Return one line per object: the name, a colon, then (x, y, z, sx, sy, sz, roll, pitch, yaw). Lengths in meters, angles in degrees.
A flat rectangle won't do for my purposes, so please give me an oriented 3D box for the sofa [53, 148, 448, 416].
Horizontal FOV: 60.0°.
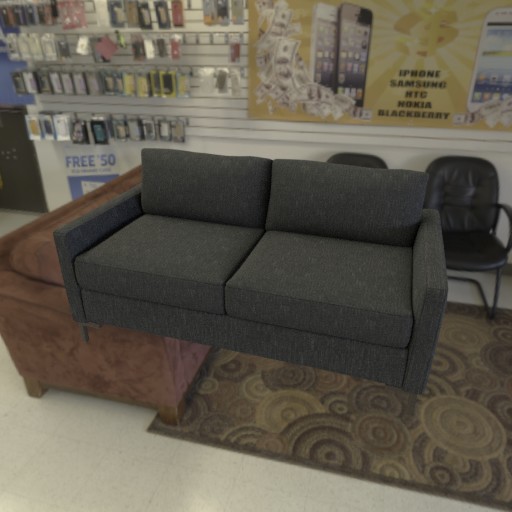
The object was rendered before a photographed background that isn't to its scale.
sofa: (0.000, 0.000, 2.215, 1.716, 0.862, 0.866, 8, 28, 16)
